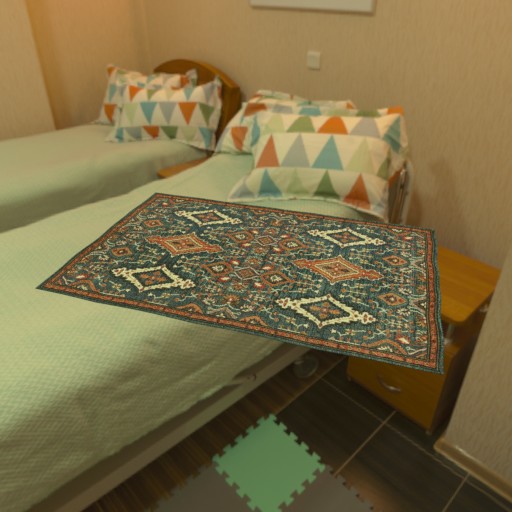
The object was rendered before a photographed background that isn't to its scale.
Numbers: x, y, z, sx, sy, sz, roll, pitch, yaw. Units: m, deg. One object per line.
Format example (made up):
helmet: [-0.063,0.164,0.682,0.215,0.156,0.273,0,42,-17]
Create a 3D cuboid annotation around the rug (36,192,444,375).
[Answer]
rug: [0.000,0.000,4.293,3.371,0.008,2.190,9,33,15]
